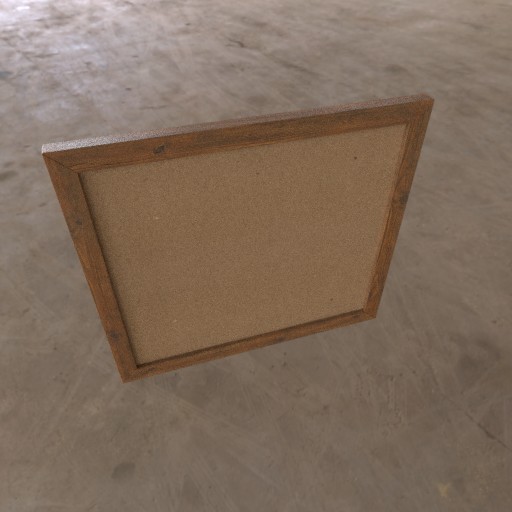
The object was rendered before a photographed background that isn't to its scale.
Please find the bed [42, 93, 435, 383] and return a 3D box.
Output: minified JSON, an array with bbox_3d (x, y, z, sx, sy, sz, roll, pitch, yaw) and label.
[{"bbox_3d":[0.000,0.000,1.461,1.046,0.942,0.046,-12,43,-13],"label":"bed"}]
